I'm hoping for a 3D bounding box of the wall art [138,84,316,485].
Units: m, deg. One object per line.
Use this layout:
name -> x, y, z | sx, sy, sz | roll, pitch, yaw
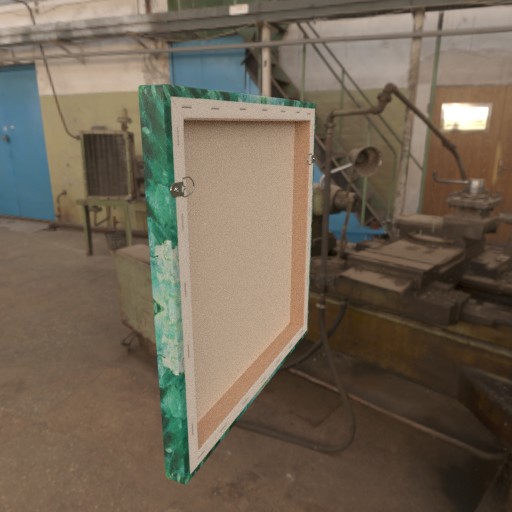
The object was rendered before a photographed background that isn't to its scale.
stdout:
wall art -> 0.000, 0.000, 0.749 | 0.038, 0.508, 0.507 | 8, 18, 24
